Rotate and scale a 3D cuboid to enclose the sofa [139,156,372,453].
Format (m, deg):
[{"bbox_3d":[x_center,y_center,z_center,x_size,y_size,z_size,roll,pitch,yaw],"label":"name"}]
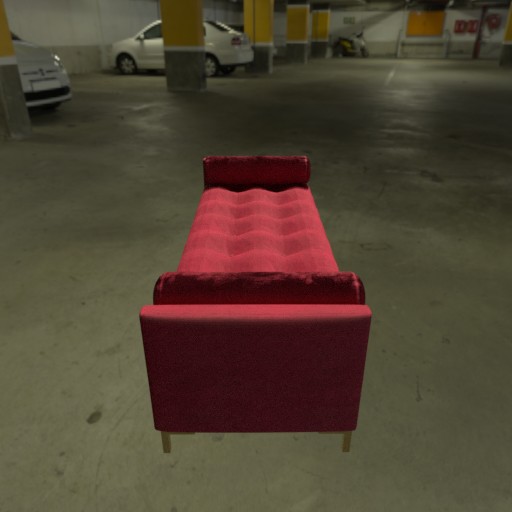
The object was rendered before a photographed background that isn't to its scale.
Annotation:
[{"bbox_3d":[0.000,0.000,2.504,0.796,0.705,2.102,0,27,0],"label":"sofa"}]
